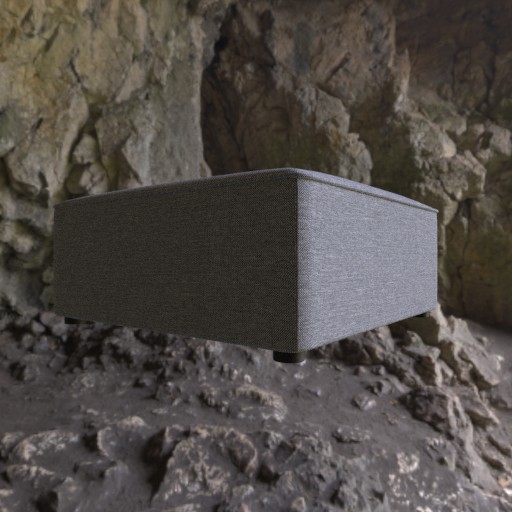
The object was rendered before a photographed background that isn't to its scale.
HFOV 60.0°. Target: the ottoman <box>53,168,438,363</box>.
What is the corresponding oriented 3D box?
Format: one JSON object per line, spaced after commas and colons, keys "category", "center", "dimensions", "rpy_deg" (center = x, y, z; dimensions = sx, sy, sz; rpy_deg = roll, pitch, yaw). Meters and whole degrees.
{"category": "ottoman", "center": [0.000, 0.000, 1.587], "dimensions": [1.005, 0.455, 1.005], "rpy_deg": [0, 0, 38]}
